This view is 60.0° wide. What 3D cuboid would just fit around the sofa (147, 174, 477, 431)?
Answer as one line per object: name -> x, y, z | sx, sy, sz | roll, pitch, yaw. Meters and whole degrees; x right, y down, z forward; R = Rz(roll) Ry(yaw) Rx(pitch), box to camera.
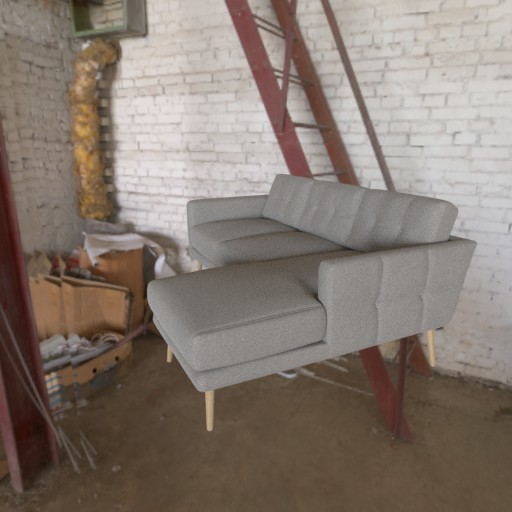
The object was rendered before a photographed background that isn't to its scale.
sofa -> 0.000, 0.000, 2.822 | 1.530, 0.860, 2.040 | -7, 17, -25
